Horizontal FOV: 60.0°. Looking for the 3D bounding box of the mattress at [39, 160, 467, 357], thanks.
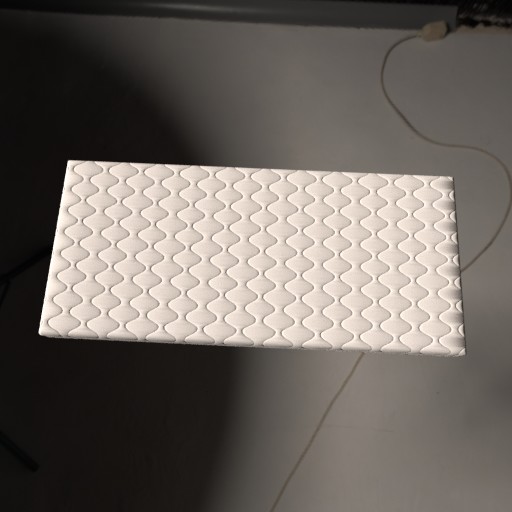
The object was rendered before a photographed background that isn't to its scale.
[{"bbox_3d":[0.000,0.000,2.240,2.000,0.200,0.900,3,75,1],"label":"mattress"}]
